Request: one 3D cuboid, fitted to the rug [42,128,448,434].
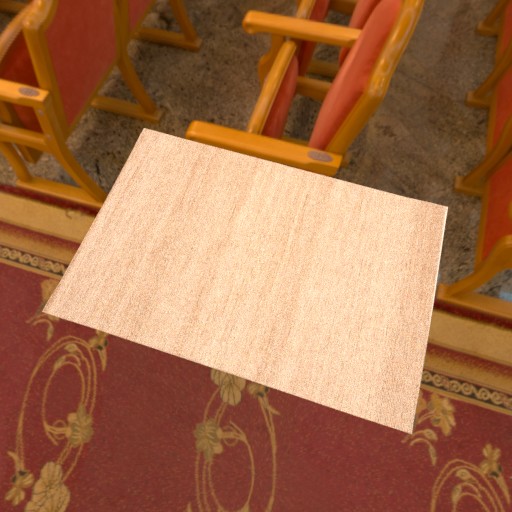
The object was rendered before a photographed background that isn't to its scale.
[{"bbox_3d":[0.000,0.000,2.953,2.346,0.029,1.574,16,65,8],"label":"rug"}]
